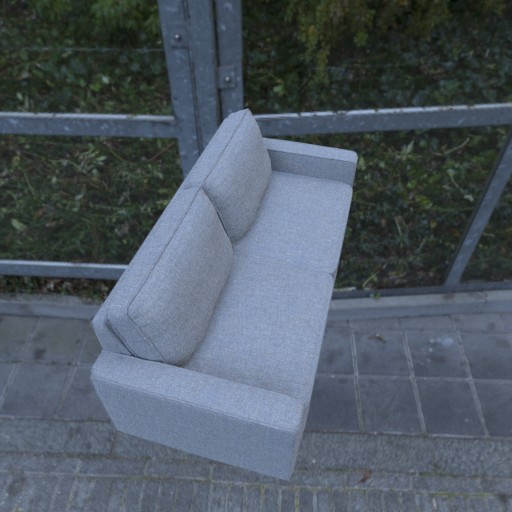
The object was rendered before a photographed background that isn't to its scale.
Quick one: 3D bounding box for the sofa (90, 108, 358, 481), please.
[{"bbox_3d":[0.000,0.000,2.591,0.945,0.918,2.078,11,47,11],"label":"sofa"}]
